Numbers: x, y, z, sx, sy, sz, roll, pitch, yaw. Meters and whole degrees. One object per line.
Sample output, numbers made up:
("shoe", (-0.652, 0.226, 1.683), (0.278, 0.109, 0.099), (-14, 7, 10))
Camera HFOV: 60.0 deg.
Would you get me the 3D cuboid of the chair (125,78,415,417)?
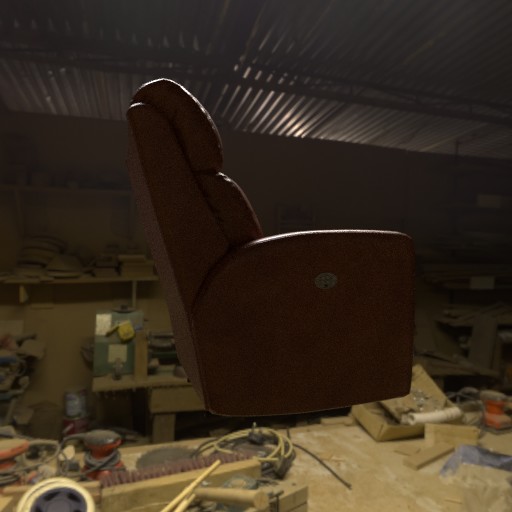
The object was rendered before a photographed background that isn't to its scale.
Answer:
("chair", (0.000, 0.000, 1.661), (0.939, 1.016, 0.787), (0, 0, -17))
